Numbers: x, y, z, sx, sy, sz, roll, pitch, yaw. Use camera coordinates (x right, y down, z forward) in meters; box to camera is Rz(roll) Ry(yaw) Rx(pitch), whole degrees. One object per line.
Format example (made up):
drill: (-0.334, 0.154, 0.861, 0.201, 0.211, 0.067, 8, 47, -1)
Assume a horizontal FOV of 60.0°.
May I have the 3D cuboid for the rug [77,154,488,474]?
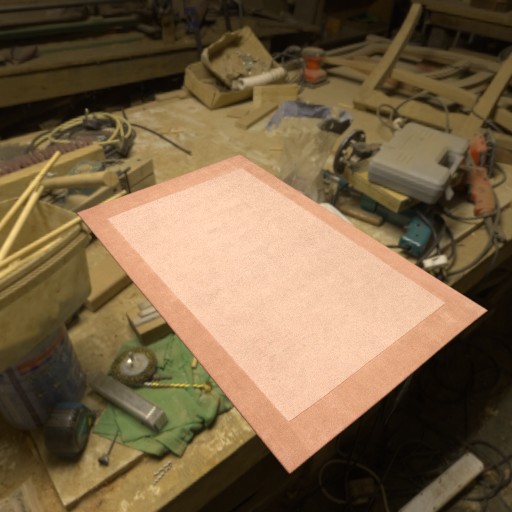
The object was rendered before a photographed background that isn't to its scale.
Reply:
rug: (0.000, 0.000, 2.958, 1.524, 0.014, 2.438, -27, 47, -28)
